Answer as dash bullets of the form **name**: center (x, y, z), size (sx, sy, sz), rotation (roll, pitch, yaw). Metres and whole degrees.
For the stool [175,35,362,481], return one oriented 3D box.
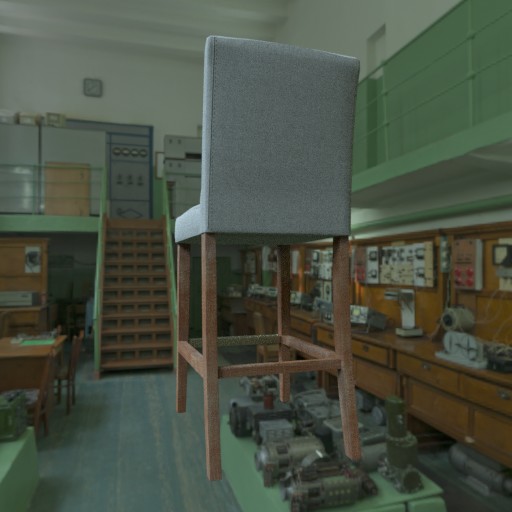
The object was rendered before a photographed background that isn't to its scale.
- **stool**: center (0.000, 0.000, 1.386), size (0.439, 1.088, 0.570), rotation (0, -1, -18)
